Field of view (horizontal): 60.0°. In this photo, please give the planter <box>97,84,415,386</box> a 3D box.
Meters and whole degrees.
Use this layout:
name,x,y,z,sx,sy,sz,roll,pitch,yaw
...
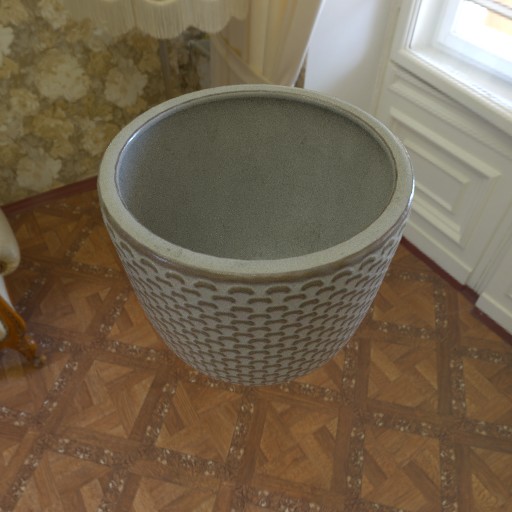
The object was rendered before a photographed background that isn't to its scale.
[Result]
name,x,y,z,sx,sy,sz,roll,pitch,yaw
planter,0.000,0.000,0.243,0.139,0.130,0.139,0,48,0
